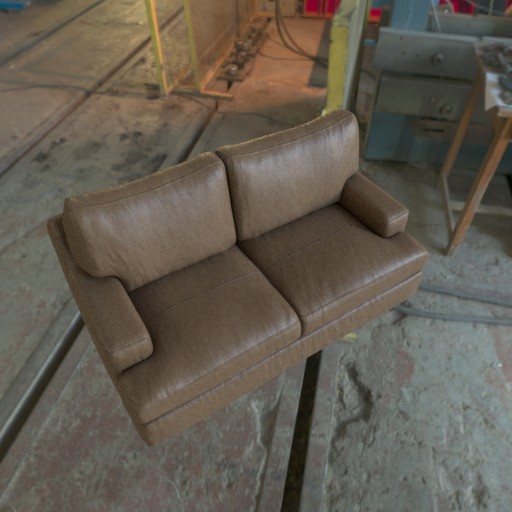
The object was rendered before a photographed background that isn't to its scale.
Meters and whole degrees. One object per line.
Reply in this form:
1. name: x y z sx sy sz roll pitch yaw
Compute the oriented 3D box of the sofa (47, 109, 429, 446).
1. sofa: 0.000 0.000 2.420 1.855 0.980 0.962 -24 50 -22
